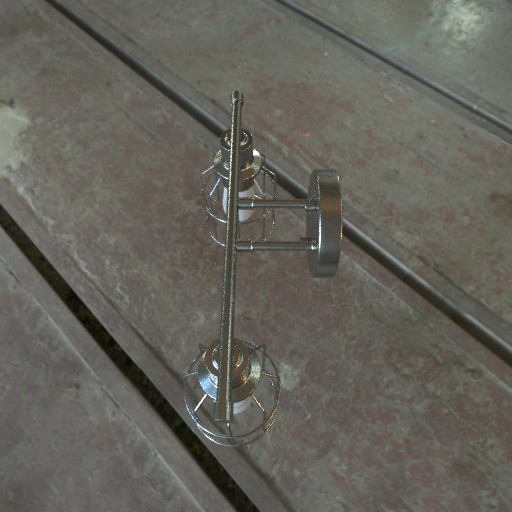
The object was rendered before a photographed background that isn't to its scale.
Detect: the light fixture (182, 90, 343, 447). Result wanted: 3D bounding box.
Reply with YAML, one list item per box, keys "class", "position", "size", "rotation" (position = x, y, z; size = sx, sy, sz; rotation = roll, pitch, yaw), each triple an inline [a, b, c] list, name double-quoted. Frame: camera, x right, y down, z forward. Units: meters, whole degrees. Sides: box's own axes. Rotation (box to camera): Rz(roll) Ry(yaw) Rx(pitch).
- class: "light fixture"
  position: [0.000, 0.000, 0.537]
  size: [0.165, 0.254, 0.406]
  rotation: [0, 60, 0]
